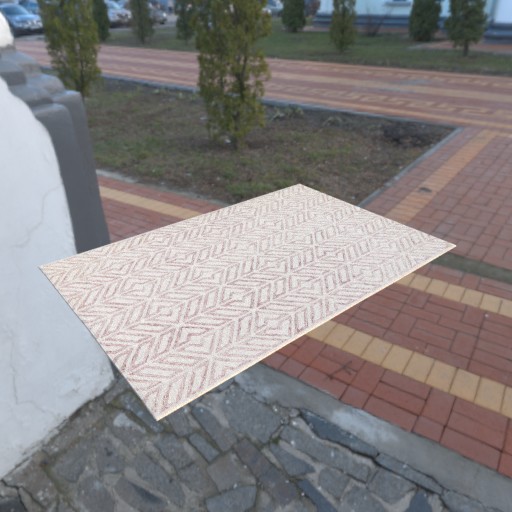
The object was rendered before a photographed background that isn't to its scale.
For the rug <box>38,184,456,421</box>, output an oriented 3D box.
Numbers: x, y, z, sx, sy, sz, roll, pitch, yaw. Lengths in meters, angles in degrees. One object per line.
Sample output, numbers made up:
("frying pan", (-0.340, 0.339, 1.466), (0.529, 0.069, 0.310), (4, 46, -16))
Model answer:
("rug", (0.000, 0.000, 2.319), (1.828, 0.007, 1.220), (-22, 37, -34))
